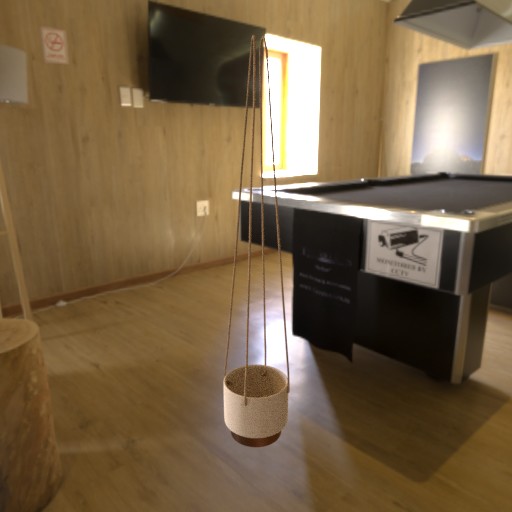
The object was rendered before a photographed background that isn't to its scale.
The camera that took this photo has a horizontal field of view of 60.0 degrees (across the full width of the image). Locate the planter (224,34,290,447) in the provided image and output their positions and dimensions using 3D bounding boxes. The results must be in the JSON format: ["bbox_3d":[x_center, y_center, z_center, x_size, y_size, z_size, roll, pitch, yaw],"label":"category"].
[{"bbox_3d":[0.000,0.000,0.922,0.146,0.841,0.146,-7,16,-26],"label":"planter"}]
